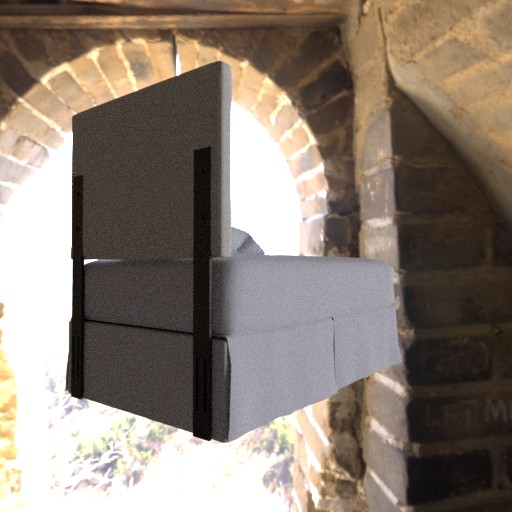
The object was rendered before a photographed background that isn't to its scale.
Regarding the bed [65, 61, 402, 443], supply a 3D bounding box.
[{"bbox_3d":[0.000,0.000,2.918,1.261,1.571,1.997,-1,-2,37],"label":"bed"}]
